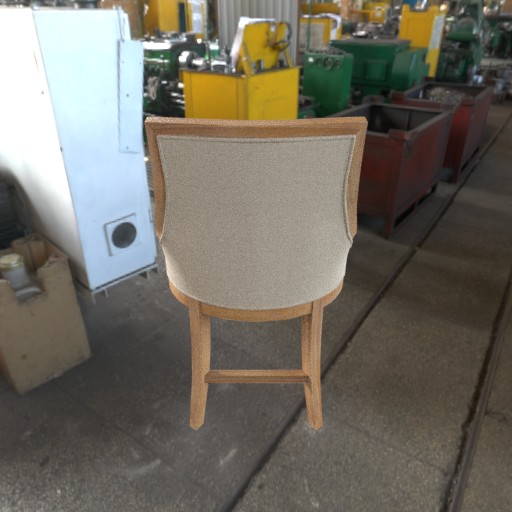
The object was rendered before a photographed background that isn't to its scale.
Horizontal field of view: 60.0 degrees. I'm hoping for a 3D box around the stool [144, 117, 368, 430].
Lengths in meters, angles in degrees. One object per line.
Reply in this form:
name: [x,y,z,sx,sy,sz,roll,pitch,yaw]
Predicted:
stool: [0.000,0.000,1.338,0.524,0.938,0.626,0,30,0]
